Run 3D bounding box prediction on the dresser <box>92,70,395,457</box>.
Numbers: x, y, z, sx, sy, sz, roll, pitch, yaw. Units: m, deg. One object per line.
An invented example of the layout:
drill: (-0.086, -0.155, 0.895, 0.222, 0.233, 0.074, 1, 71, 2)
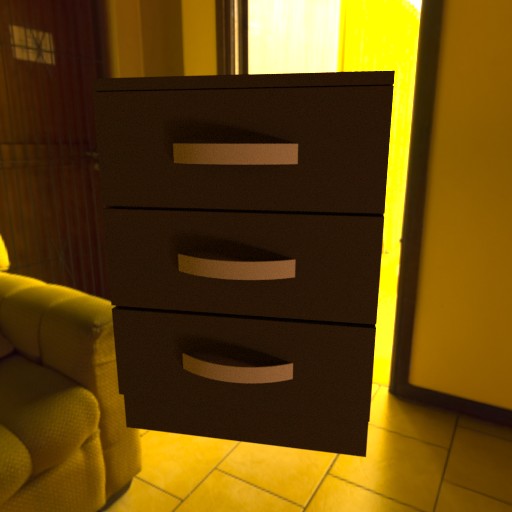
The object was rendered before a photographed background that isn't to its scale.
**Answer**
dresser: (0.000, 0.000, 0.786, 0.400, 0.560, 0.360, 3, 15, 10)
